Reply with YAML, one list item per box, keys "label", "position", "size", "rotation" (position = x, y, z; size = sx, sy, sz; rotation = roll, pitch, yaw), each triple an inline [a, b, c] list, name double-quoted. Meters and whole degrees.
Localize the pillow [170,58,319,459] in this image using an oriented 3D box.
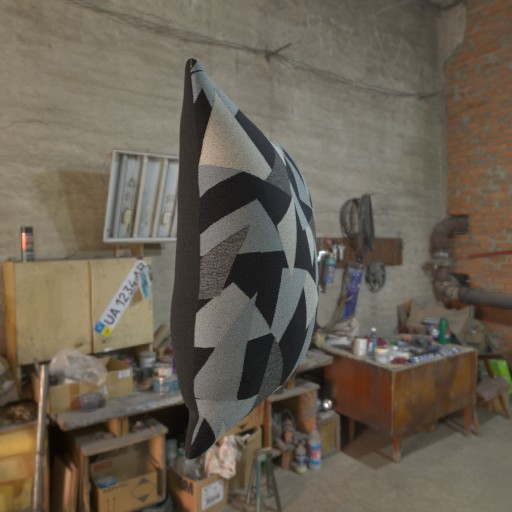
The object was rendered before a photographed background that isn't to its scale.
- label: "pillow"
  position: [0.000, 0.000, 0.771]
  size: [0.208, 0.496, 0.503]
  rotation: [0, 1, 18]
